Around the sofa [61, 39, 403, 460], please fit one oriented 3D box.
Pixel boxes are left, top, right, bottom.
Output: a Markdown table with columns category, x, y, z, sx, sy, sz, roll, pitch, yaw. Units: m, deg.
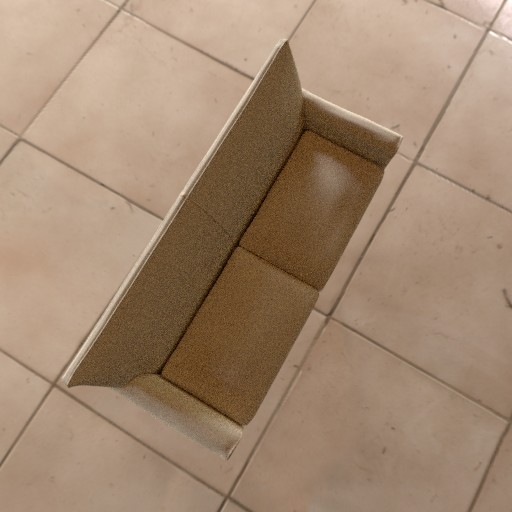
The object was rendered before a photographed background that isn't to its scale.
| category | x | y | z | sx | sy | sz | roll | pitch | yaw |
| --- | --- | --- | --- | --- | --- | --- | --- | --- | --- |
| sofa | 0.000 | 0.000 | 2.504 | 0.841 | 0.907 | 2.001 | 29 | 79 | 6 |
